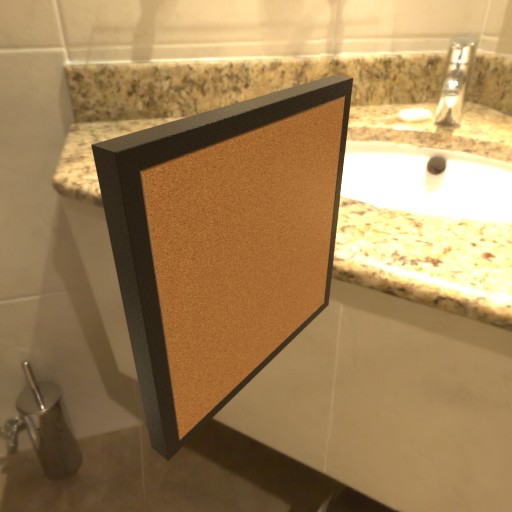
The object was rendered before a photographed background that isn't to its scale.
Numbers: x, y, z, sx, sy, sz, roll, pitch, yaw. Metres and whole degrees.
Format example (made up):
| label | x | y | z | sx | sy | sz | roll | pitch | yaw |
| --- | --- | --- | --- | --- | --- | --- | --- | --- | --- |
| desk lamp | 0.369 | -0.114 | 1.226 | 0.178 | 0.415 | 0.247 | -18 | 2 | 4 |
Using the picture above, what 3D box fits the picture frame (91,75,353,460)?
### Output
| label | x | y | z | sx | sy | sz | roll | pitch | yaw |
| --- | --- | --- | --- | --- | --- | --- | --- | --- | --- |
| picture frame | 0.000 | 0.000 | 0.527 | 0.029 | 0.353 | 0.355 | 22 | 38 | 31 |
